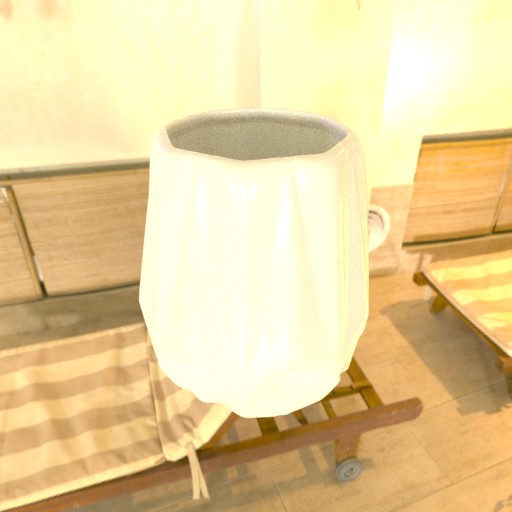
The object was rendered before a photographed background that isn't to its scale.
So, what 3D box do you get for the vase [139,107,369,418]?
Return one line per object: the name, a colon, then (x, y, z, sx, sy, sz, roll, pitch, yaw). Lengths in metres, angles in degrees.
vase: (0.000, 0.000, 0.265, 0.141, 0.152, 0.141, 0, 31, 0)
